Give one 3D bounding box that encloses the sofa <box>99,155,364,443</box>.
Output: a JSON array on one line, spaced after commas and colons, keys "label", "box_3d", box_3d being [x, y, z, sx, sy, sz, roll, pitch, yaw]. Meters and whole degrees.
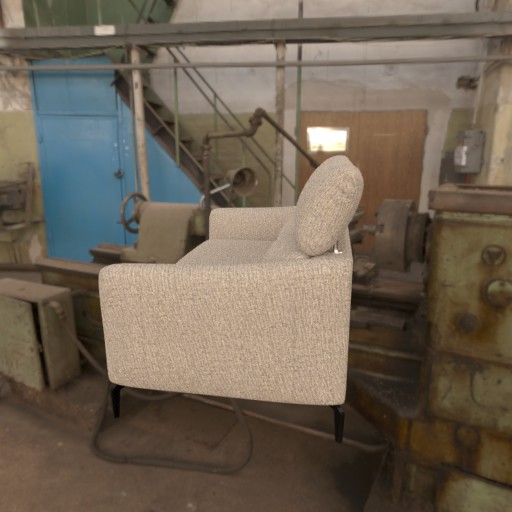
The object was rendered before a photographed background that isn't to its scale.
[{"label": "sofa", "box_3d": [0.000, 0.000, 2.159, 0.905, 0.950, 1.540, 2, 14, 10]}]
